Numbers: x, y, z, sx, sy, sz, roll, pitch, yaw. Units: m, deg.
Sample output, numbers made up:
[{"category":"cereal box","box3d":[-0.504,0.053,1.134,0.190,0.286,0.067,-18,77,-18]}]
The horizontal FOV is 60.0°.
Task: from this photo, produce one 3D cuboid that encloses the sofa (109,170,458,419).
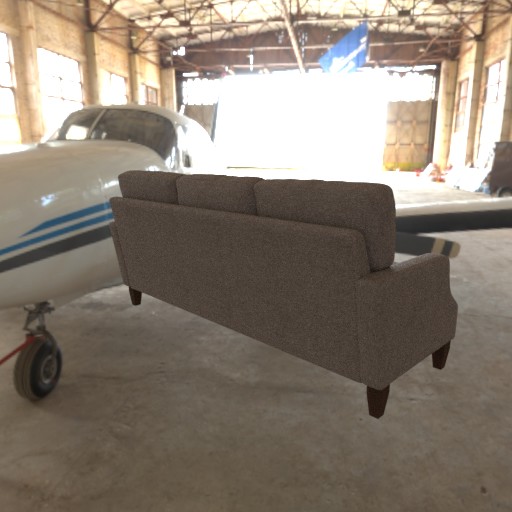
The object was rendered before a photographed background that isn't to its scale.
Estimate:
[{"category":"sofa","box3d":[0.000,0.000,2.666,0.888,0.984,2.115,-13,18,-43]}]
